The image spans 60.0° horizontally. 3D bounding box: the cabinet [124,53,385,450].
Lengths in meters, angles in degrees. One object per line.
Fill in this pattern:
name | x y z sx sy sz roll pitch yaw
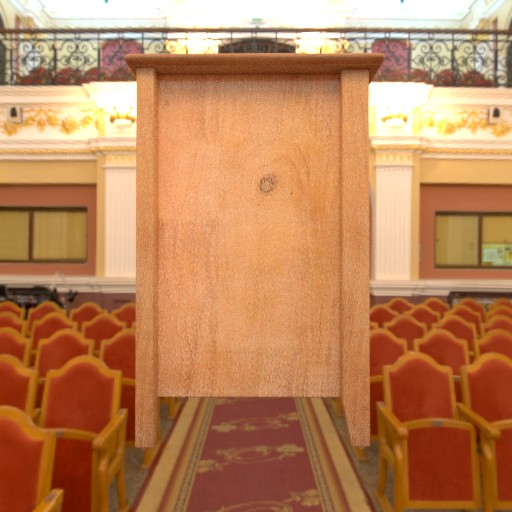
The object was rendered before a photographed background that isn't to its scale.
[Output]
cabinet | 0.000 0.000 1.218 0.503 0.762 0.763 0 -1 0
